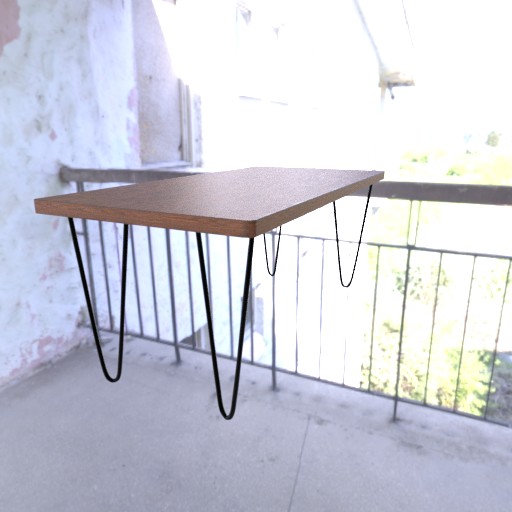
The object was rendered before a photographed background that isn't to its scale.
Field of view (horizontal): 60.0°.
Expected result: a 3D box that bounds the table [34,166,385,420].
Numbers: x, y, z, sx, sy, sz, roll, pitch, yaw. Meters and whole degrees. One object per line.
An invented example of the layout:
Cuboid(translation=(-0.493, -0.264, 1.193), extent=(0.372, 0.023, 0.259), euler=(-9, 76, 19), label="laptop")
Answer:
Cuboid(translation=(0.000, 0.000, 2.246), extent=(0.883, 0.753, 1.791), euler=(8, 17, 26), label="table")
